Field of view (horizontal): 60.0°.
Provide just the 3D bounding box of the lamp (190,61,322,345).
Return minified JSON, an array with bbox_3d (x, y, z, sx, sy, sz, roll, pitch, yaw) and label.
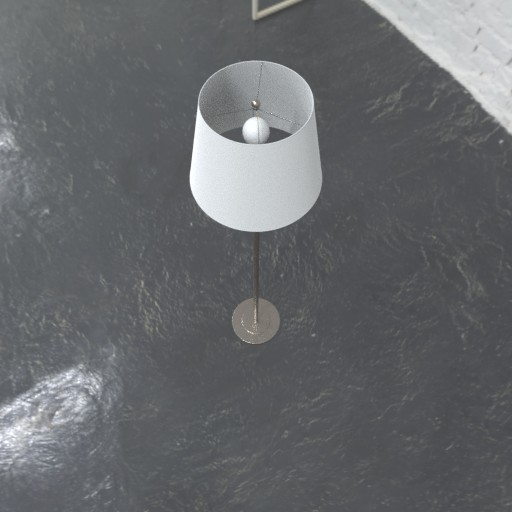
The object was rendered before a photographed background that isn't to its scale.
[{"bbox_3d":[0.000,0.000,1.617,0.355,1.473,0.355,0,63,0],"label":"lamp"}]
